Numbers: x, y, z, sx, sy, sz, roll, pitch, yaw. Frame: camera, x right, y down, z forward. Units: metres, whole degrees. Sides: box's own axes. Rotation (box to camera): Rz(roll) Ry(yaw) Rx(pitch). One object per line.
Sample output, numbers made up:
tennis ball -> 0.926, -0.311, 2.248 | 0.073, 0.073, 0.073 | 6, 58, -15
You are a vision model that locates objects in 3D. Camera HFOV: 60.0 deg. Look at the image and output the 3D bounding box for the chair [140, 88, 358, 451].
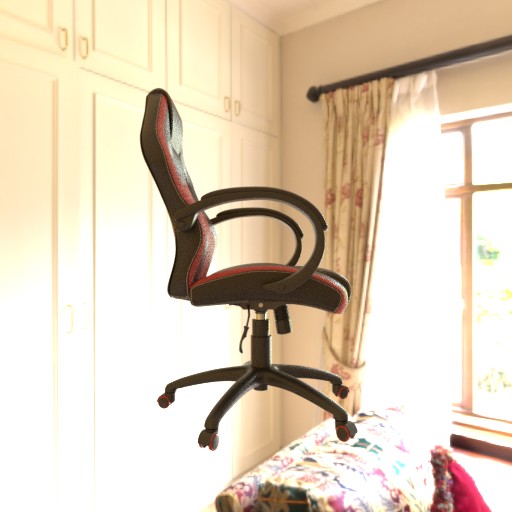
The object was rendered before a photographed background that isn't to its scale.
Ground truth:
chair -> 0.000, 0.000, 1.704 | 0.783, 1.189, 0.750 | 0, 0, -1
